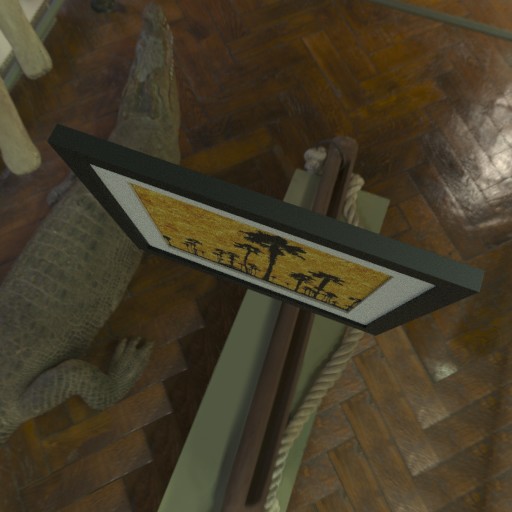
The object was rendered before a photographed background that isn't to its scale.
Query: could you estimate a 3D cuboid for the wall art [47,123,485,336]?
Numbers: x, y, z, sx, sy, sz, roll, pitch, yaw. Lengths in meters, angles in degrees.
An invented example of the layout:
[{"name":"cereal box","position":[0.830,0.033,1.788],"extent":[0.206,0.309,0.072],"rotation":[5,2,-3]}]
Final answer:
[{"name":"wall art","position":[0.000,0.000,0.762],"extent":[0.561,0.460,0.028],"rotation":[20,75,6]}]
